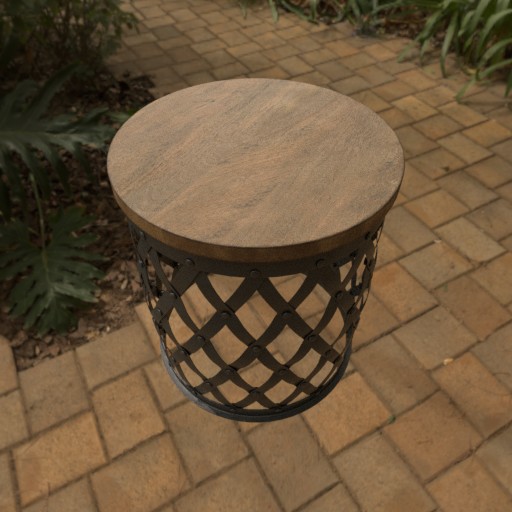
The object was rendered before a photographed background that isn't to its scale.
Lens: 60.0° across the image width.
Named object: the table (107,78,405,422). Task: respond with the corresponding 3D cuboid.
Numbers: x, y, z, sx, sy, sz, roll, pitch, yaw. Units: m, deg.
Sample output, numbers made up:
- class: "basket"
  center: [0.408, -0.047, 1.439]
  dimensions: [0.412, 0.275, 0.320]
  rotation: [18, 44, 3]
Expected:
- class: "table"
  center: [0.000, 0.000, 0.780]
  dimensions: [0.405, 0.454, 0.405]
  rotation: [0, 47, 0]
